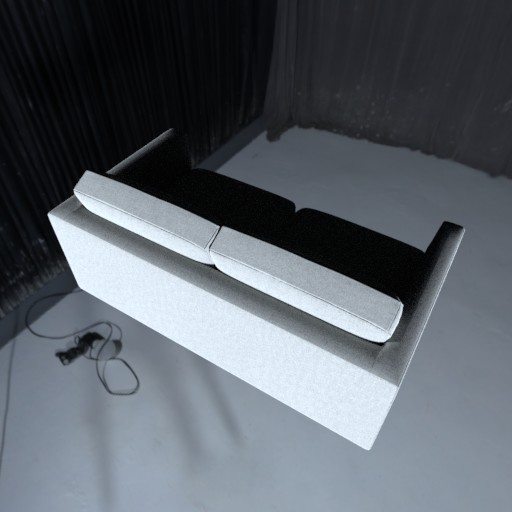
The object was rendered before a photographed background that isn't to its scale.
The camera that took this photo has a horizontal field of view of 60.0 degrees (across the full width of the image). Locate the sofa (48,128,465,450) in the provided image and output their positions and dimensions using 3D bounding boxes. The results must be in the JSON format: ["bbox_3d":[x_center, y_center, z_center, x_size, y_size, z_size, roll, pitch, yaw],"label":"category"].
[{"bbox_3d":[0.000,0.000,2.277,1.731,0.900,1.000,24,50,21],"label":"sofa"}]
